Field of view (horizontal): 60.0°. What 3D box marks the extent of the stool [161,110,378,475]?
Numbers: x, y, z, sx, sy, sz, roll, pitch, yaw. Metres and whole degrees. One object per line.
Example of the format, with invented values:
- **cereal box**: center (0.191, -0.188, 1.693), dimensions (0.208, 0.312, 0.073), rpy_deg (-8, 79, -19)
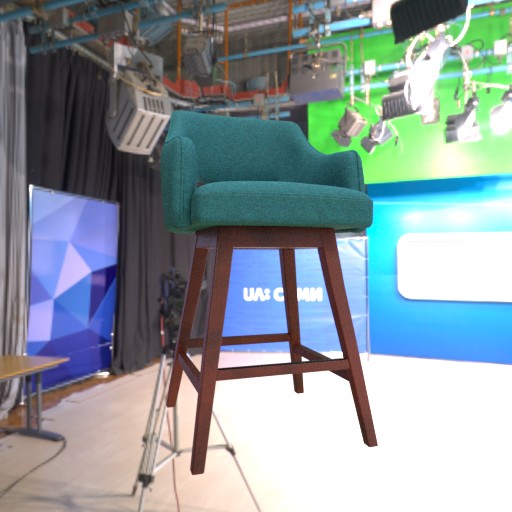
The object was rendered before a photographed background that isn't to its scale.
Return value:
- **stool**: center (0.000, 0.000, 1.300), dimensions (0.548, 0.961, 0.556), rpy_deg (0, 0, -18)
